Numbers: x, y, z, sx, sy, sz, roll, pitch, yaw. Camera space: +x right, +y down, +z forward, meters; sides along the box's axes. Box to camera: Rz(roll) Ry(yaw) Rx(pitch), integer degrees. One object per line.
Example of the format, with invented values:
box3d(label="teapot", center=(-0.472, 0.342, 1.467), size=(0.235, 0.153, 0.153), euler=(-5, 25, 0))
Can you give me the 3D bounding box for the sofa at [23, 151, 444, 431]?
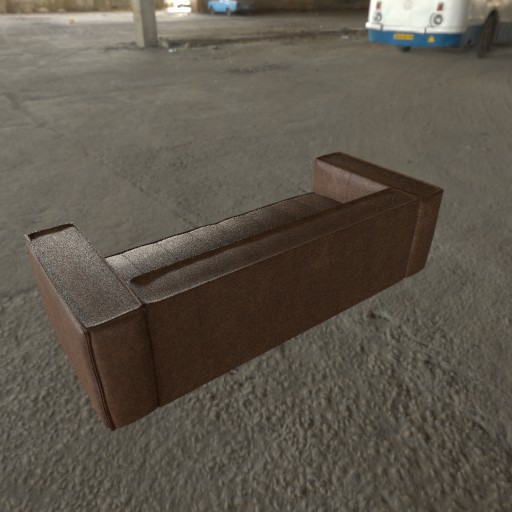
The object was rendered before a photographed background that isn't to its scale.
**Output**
box3d(label="sofa", center=(0.000, 0.000, 2.984), size=(2.581, 0.701, 1.102), euler=(-21, 37, -31))
